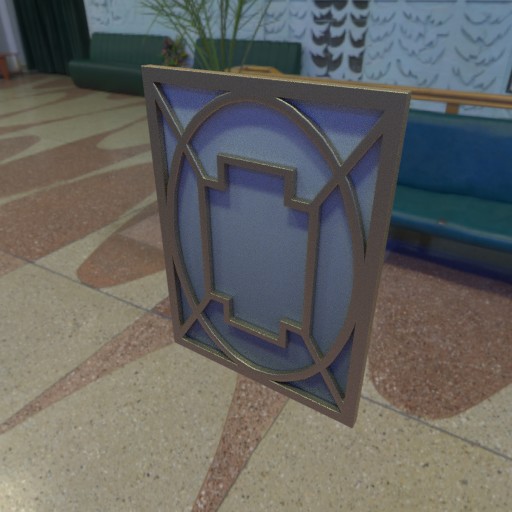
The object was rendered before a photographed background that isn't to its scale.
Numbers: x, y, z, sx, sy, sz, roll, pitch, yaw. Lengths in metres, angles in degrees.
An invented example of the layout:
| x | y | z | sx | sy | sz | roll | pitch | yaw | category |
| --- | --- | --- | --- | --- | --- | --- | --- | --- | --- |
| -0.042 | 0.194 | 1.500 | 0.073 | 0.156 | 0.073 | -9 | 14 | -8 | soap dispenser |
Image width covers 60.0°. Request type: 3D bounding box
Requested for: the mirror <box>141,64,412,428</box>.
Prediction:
| x | y | z | sx | sy | sz | roll | pitch | yaw | category |
| --- | --- | --- | --- | --- | --- | --- | --- | --- | --- |
| 0.000 | 0.000 | 1.348 | 0.756 | 1.023 | 0.032 | 18 | 35 | 28 | mirror |
